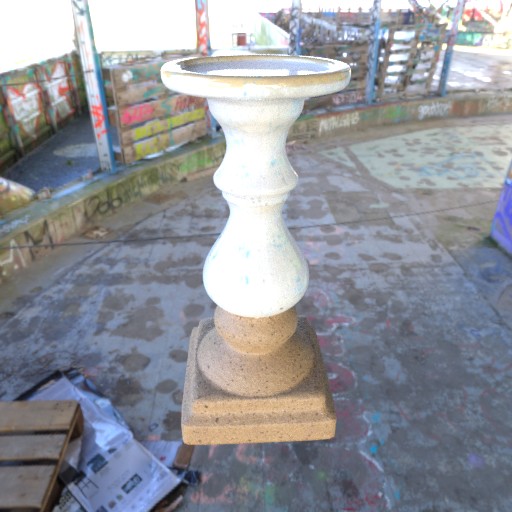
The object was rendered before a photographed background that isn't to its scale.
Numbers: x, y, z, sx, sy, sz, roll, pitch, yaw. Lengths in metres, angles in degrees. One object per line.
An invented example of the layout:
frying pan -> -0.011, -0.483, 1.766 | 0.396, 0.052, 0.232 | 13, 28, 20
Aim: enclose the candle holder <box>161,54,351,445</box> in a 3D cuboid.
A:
candle holder -> 0.000, 0.000, 0.298 | 0.110, 0.239, 0.110 | -1, 30, -2
